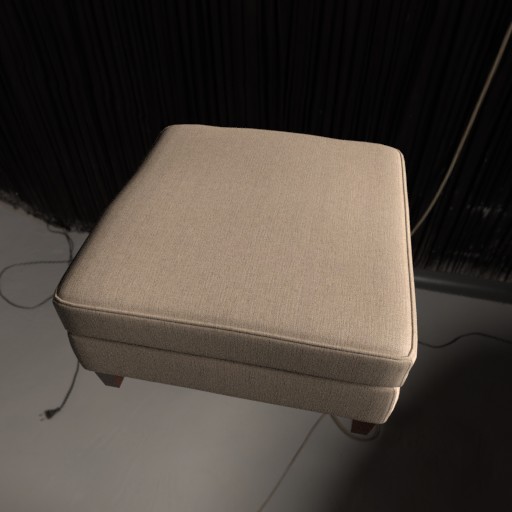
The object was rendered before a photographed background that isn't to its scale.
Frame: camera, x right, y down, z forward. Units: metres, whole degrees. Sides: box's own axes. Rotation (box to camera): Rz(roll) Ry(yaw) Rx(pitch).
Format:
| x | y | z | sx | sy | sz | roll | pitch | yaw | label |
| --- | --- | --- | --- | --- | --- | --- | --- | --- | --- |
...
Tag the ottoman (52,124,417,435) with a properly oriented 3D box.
| x | y | z | sx | sy | sz | roll | pitch | yaw | label |
| --- | --- | --- | --- | --- | --- | --- | --- | --- | --- |
| 0.000 | 0.000 | 1.356 | 0.838 | 0.481 | 0.838 | 8 | 46 | 8 | ottoman |
